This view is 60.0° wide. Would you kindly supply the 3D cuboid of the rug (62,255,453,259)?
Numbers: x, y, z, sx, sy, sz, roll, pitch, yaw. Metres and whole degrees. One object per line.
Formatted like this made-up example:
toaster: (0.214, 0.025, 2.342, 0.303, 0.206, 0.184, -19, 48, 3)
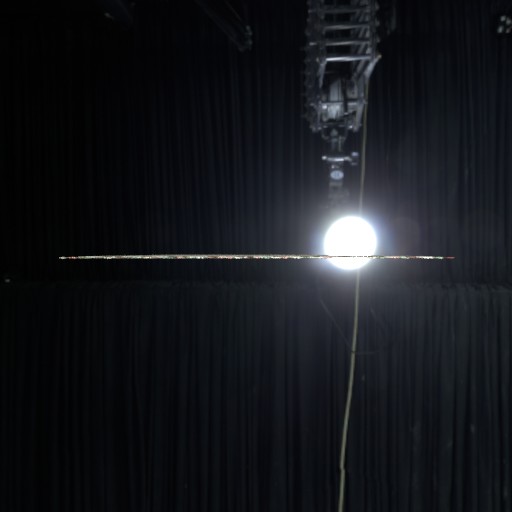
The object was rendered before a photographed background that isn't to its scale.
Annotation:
rug: (0.000, 0.000, 2.270, 1.219, 0.008, 1.829, 0, 0, 0)
